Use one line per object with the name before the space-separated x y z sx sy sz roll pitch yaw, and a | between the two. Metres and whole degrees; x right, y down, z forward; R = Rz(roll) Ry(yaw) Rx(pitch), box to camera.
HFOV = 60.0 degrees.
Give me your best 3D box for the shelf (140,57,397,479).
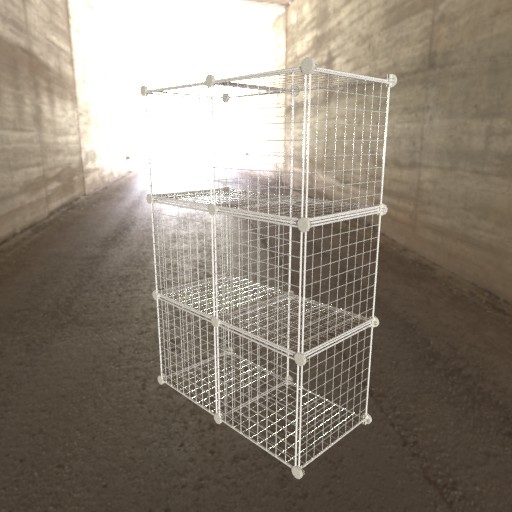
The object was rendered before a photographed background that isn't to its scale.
shelf | 0.000 0.000 1.435 0.356 1.067 0.711 -14 20 -43
